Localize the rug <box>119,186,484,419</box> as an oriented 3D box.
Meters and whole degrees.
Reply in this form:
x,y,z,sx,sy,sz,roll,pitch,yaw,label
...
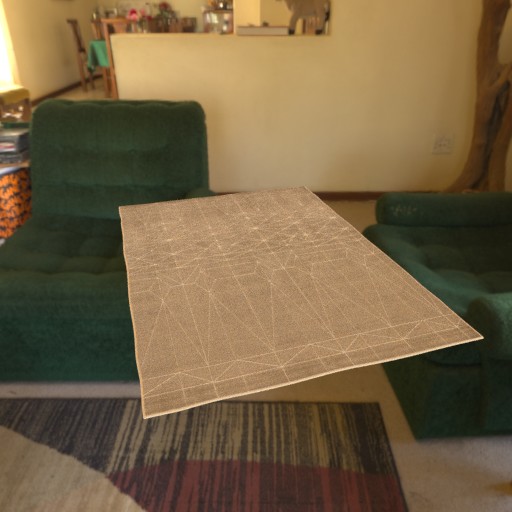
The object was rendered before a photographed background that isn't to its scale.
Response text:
x,y,z,sx,sy,sz,roll,pitch,yaw,label
0.000,0.000,4.316,2.449,0.019,3.357,-9,30,-15,rug
